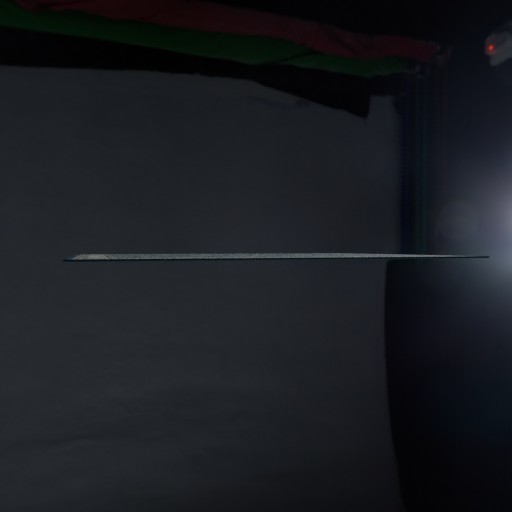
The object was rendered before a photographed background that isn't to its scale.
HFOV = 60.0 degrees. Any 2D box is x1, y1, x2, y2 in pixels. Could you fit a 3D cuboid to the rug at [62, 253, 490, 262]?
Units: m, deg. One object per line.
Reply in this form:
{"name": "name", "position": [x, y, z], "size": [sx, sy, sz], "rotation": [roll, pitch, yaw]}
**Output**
{"name": "rug", "position": [0.000, 0.000, 3.948], "size": [3.044, 0.015, 2.226], "rotation": [0, 1, -20]}
